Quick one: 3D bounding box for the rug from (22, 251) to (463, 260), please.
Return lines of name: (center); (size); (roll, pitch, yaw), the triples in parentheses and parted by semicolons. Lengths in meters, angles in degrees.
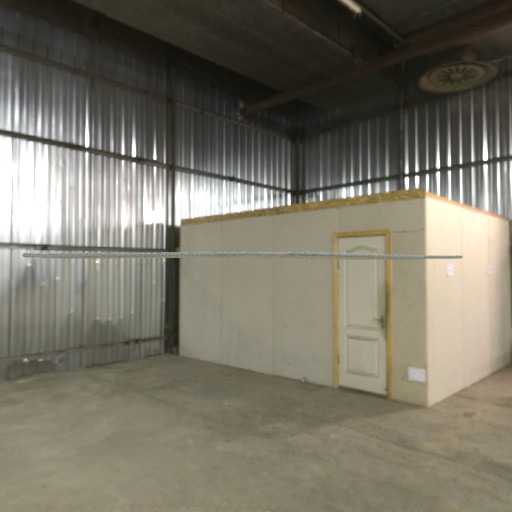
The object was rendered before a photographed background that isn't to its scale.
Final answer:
rug: (0.000, 0.000, 2.577); (2.341, 0.037, 0.675); (0, -1, -17)
